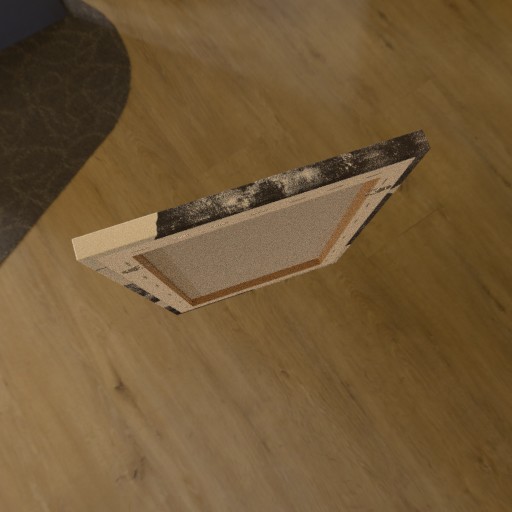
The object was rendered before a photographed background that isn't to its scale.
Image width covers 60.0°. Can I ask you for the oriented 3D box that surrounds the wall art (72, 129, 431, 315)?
[{"bbox_3d":[0.000,0.000,1.173,0.610,0.915,0.041,-18,78,-4],"label":"wall art"}]
